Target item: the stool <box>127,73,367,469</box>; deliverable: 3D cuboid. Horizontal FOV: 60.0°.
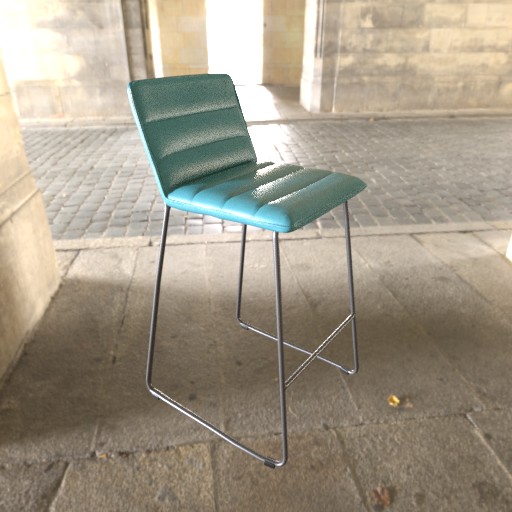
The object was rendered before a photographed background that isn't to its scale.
[{"bbox_3d":[0.000,0.000,1.260,0.524,0.936,0.489,18,31,32],"label":"stool"}]
